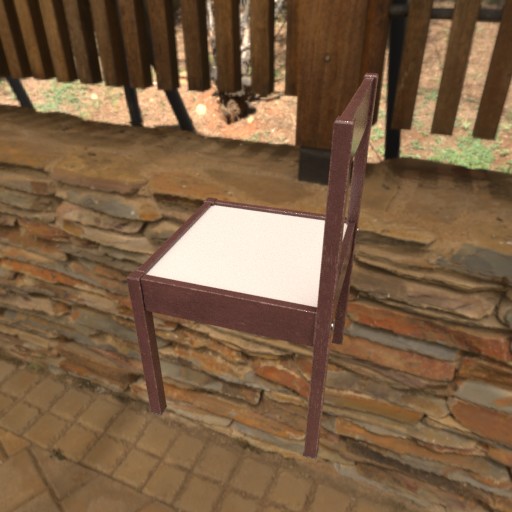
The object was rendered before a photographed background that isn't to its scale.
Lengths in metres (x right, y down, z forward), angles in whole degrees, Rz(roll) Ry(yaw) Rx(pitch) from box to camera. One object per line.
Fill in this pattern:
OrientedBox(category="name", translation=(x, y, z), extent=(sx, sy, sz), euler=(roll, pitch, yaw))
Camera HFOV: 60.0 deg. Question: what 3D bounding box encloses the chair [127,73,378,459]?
OrientedBox(category="chair", translation=(0.000, 0.000, 0.692), extent=(0.285, 0.505, 0.285), euler=(9, 33, 15))
